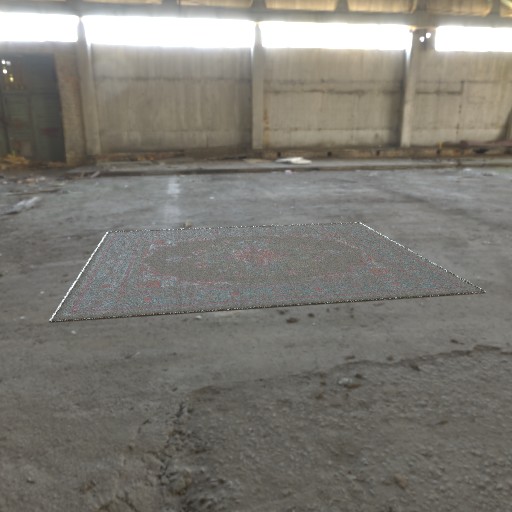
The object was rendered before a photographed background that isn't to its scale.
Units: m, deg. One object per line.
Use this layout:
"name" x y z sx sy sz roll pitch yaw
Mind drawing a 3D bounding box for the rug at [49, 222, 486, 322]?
"rug" 0.000 0.000 4.180 3.057 0.013 2.434 -3 17 -9
